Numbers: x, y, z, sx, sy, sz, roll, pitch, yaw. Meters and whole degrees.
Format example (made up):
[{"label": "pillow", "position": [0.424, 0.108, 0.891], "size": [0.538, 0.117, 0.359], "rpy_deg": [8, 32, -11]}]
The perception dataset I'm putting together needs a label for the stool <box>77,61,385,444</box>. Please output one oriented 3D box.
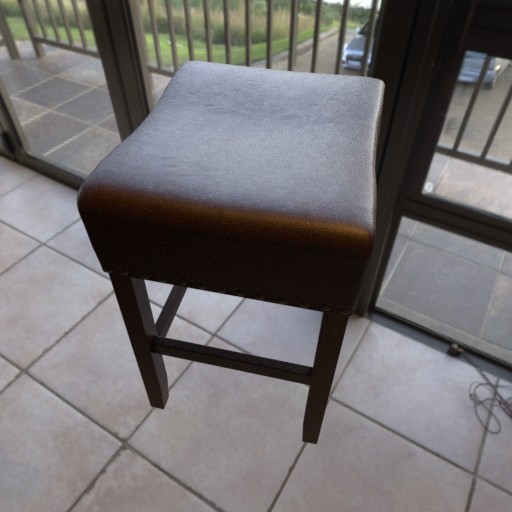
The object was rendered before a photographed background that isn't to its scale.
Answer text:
[{"label": "stool", "position": [0.000, 0.000, 0.915], "size": [0.397, 0.608, 0.465], "rpy_deg": [9, 46, 9]}]
